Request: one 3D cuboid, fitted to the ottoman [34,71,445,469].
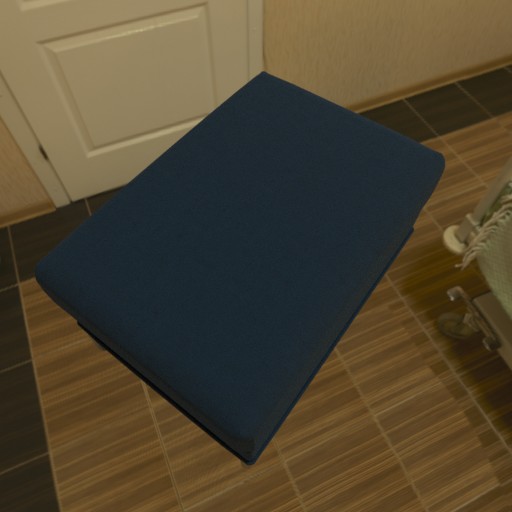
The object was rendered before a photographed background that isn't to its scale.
[{"bbox_3d":[0.000,0.000,1.174,0.587,0.498,0.835,32,63,19],"label":"ottoman"}]
